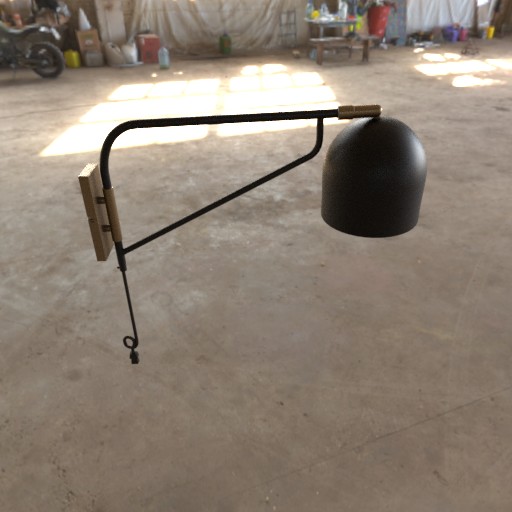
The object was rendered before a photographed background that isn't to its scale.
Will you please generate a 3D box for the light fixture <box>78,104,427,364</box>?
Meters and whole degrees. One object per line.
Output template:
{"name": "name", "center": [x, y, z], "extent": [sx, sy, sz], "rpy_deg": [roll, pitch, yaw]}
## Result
{"name": "light fixture", "center": [0.000, 0.000, 1.051], "extent": [0.720, 0.696, 0.215], "rpy_deg": [-1, 32, -1]}
